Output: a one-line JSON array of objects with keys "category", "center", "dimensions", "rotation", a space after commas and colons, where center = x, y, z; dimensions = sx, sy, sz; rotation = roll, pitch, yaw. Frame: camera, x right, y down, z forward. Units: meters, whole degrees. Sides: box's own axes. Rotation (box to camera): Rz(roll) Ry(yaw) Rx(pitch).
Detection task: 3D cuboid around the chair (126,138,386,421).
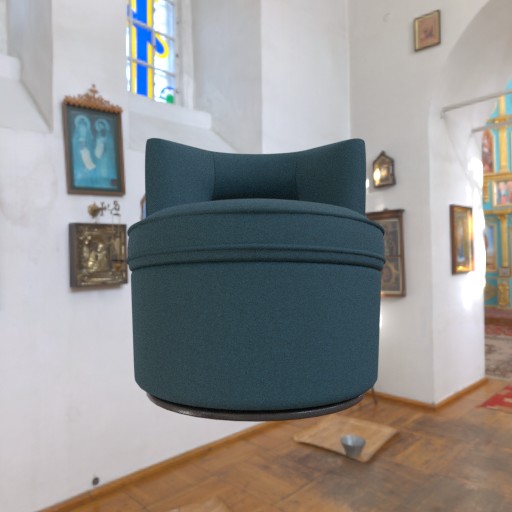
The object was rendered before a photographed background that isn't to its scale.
[{"category": "chair", "center": [0.000, 0.000, 1.209], "dimensions": [0.684, 0.711, 0.660], "rotation": [0, -2, 0]}]
